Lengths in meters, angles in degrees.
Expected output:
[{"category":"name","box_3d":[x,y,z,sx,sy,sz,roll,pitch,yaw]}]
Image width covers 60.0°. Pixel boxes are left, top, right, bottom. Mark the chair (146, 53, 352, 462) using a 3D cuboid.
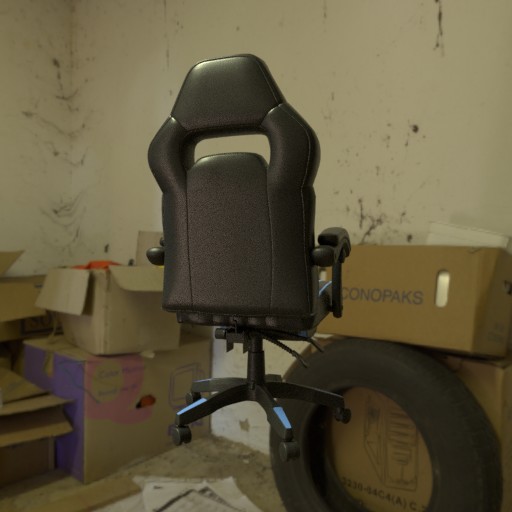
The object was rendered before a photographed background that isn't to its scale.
[{"category":"chair","box_3d":[0.000,0.000,1.711,0.700,1.280,0.700,0,0,18]}]
